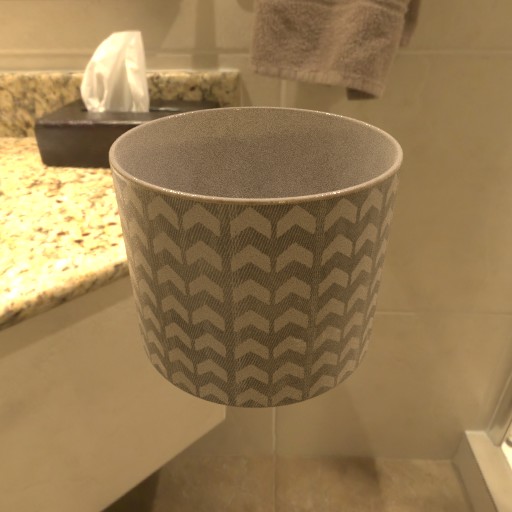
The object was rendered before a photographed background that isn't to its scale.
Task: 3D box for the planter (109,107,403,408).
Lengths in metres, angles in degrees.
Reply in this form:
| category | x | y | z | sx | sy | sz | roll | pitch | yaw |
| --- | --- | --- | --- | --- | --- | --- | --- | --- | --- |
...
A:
| category | x | y | z | sx | sy | sz | roll | pitch | yaw |
| --- | --- | --- | --- | --- | --- | --- | --- | --- | --- |
| planter | 0.000 | 0.000 | 0.453 | 0.250 | 0.239 | 0.250 | 0 | 32 | 0 |
